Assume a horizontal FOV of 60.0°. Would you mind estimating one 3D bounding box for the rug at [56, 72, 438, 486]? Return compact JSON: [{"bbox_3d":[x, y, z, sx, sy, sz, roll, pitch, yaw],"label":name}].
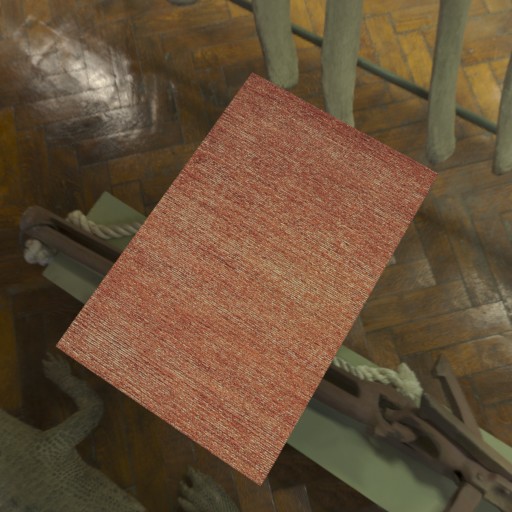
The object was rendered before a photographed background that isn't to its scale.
[{"bbox_3d":[0.000,0.000,2.193,1.139,0.011,1.747,31,78,7],"label":"rug"}]
